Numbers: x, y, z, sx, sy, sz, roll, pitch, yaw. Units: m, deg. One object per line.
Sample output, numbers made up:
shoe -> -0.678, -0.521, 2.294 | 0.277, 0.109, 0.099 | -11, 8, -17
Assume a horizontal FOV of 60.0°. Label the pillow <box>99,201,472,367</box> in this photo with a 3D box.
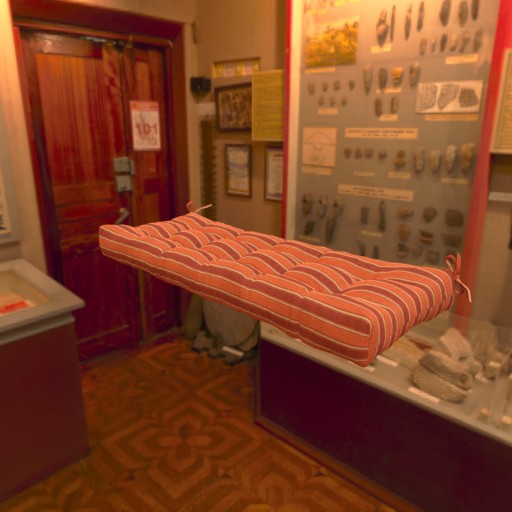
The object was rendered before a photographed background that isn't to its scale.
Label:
pillow -> 0.000, 0.000, 1.391 | 0.511, 0.174, 1.194 | -16, 23, -43
